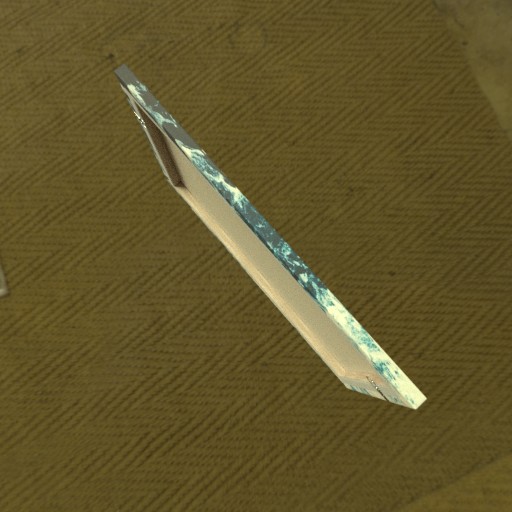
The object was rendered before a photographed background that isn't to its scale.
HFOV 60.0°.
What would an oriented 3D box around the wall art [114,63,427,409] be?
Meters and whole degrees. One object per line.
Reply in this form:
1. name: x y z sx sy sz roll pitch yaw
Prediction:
1. wall art: 0.000 0.000 1.953 0.055 1.017 1.524 -40 80 -9
